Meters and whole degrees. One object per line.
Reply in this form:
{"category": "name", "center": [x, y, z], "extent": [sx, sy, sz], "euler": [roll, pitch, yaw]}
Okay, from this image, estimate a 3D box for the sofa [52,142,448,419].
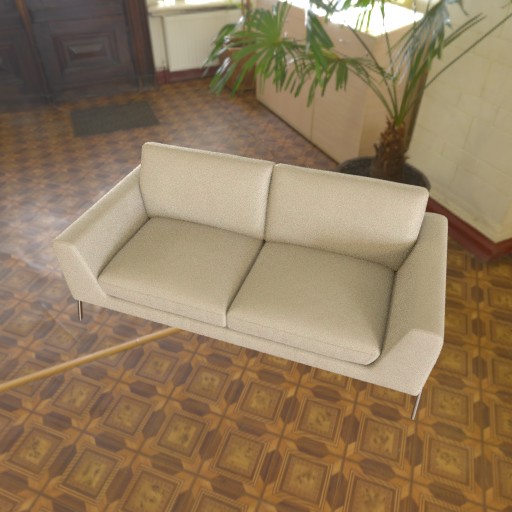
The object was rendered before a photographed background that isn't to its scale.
{"category": "sofa", "center": [0.000, 0.000, 2.547], "extent": [2.017, 0.875, 0.953], "euler": [13, 42, 15]}
